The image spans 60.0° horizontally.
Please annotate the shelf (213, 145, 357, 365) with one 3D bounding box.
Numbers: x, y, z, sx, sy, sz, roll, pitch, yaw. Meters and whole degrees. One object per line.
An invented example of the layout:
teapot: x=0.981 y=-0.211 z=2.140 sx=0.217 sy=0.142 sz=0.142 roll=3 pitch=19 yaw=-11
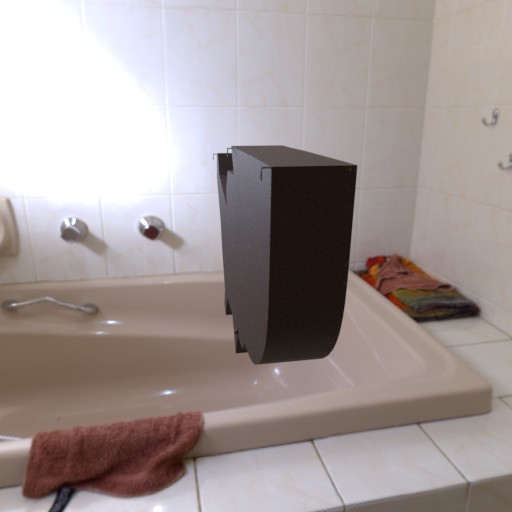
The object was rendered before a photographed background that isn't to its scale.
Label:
shelf: x=0.000 y=0.000 z=0.912 sx=0.112 sy=0.439 sz=0.729 roll=-3 pitch=17 yaw=-9
